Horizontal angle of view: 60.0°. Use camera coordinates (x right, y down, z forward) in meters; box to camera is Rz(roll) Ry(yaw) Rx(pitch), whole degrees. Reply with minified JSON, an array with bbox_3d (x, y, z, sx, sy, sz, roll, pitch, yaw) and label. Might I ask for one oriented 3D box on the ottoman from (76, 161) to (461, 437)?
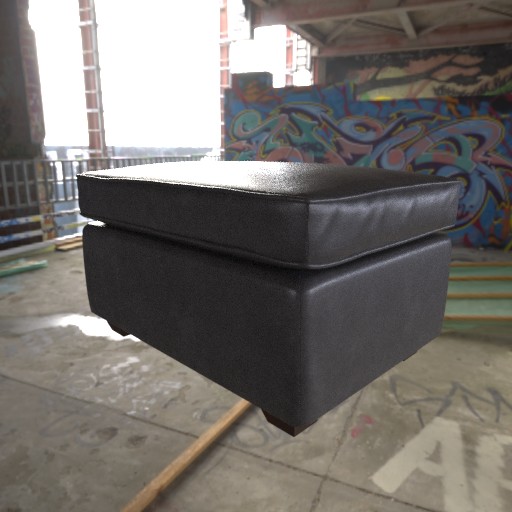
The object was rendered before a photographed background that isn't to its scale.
[{"bbox_3d":[0.000,0.000,1.073,0.554,0.445,0.756,-13,19,-43],"label":"ottoman"}]
